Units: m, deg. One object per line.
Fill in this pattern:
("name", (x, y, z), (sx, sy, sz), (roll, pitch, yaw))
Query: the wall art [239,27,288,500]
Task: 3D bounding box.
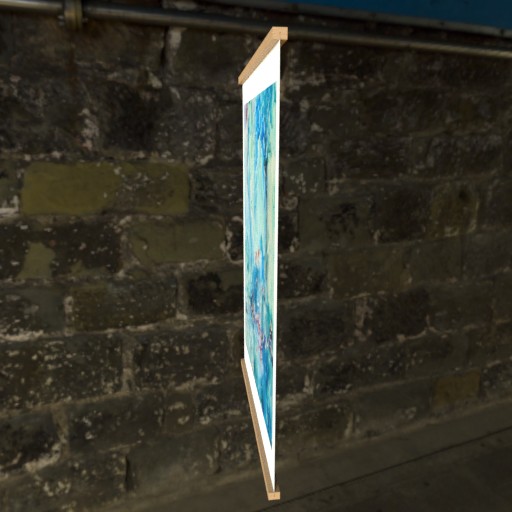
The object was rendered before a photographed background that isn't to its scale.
("wall art", (0.000, 0.000, 1.243), (0.027, 1.020, 0.669), (-2, 15, -7))
